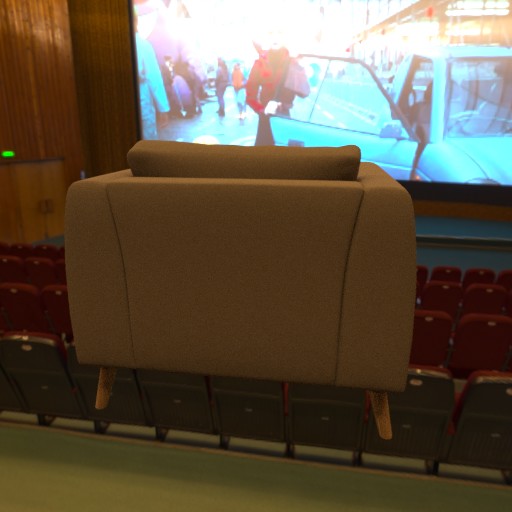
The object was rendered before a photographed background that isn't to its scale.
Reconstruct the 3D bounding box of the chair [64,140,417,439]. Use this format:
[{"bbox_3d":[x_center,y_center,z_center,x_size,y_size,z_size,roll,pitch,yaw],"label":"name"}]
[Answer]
[{"bbox_3d":[0.000,0.000,1.672,1.000,0.860,0.930,3,17,9],"label":"chair"}]
